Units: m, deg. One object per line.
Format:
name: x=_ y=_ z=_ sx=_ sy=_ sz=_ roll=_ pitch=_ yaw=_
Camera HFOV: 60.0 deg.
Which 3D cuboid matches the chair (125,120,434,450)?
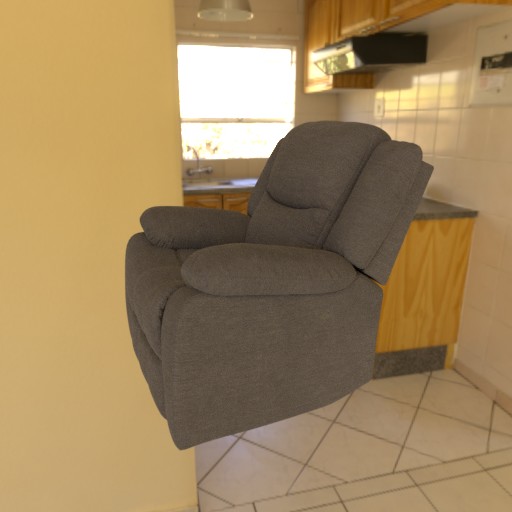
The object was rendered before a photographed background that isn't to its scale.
chair: x=0.000 y=0.000 z=1.723 sx=0.944 sy=1.008 sz=0.899 roll=-8 pitch=18 yaw=-24
